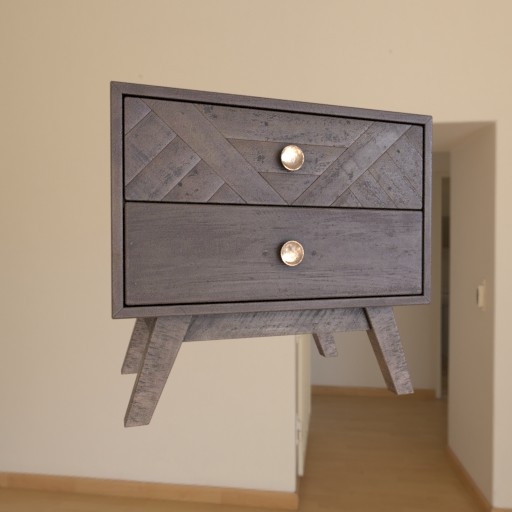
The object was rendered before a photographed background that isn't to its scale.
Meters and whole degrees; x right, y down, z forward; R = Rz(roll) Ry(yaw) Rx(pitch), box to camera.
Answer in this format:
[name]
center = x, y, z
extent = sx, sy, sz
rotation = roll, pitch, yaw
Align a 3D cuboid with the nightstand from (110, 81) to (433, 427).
[nightstand]
center = 0.000, 0.000, 1.050
extent = 0.650, 0.599, 0.450
rotation = 0, 1, -18
